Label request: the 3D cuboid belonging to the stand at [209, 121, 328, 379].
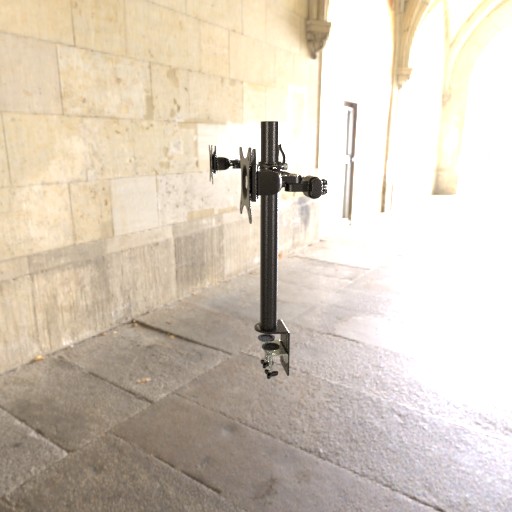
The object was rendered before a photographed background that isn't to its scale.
[{"bbox_3d":[0.000,0.000,1.037,0.150,0.603,0.743,-3,15,-10],"label":"stand"}]
